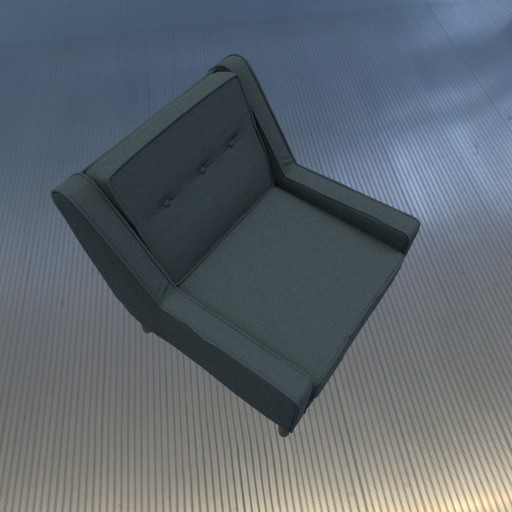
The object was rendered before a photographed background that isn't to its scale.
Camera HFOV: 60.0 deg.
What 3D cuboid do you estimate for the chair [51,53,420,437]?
[{"bbox_3d":[0.000,0.000,1.323,0.733,0.780,0.663,32,62,19],"label":"chair"}]
